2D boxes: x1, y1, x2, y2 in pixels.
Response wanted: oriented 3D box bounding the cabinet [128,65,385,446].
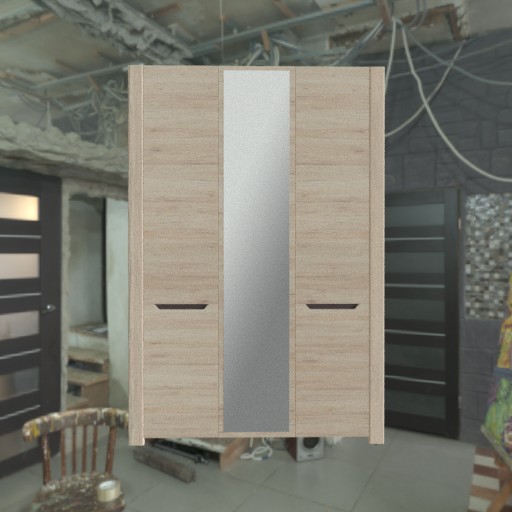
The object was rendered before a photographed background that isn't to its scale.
[{"bbox_3d":[0.000,0.000,2.703,1.400,2.070,0.580,0,0,-1],"label":"cabinet"}]
